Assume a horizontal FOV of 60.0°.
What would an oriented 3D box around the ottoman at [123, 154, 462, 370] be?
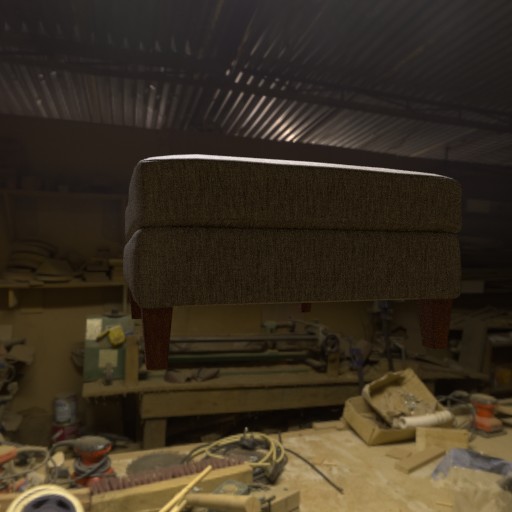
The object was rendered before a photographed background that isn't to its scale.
[{"bbox_3d":[0.000,0.000,1.482,0.839,0.492,0.994,0,-1,-18],"label":"ottoman"}]
